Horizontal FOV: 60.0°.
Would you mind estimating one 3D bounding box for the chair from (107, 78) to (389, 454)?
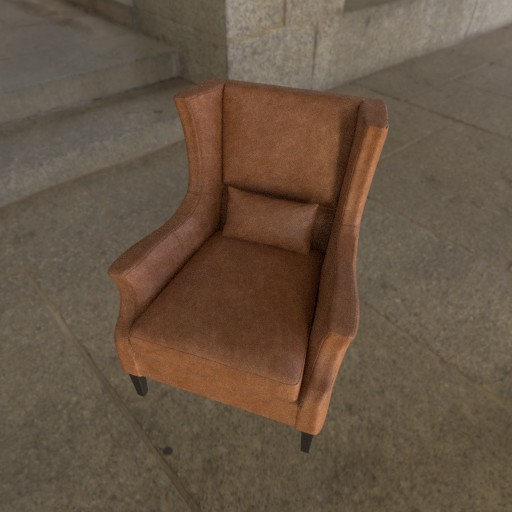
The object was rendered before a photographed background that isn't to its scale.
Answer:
[{"bbox_3d":[0.000,0.000,1.689,0.853,1.016,0.926,13,43,15],"label":"chair"}]
